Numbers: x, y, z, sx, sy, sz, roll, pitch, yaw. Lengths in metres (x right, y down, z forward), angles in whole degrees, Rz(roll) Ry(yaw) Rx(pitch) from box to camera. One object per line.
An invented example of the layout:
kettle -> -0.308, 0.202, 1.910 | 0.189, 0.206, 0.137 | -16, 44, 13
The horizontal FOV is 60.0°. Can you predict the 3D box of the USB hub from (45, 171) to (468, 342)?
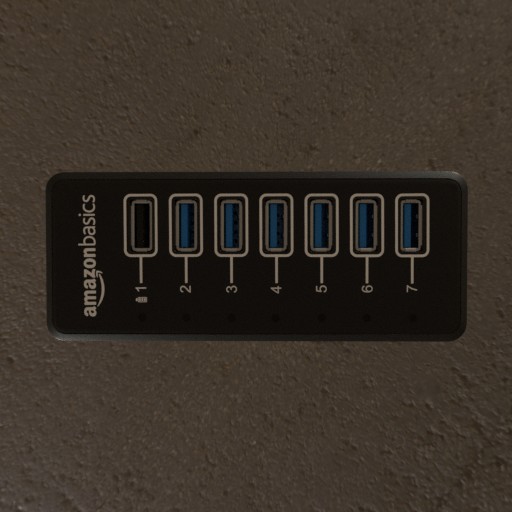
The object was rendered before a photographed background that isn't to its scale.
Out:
USB hub -> 0.000, 0.000, 0.126 | 0.110, 0.023, 0.044 | 0, 91, 1
